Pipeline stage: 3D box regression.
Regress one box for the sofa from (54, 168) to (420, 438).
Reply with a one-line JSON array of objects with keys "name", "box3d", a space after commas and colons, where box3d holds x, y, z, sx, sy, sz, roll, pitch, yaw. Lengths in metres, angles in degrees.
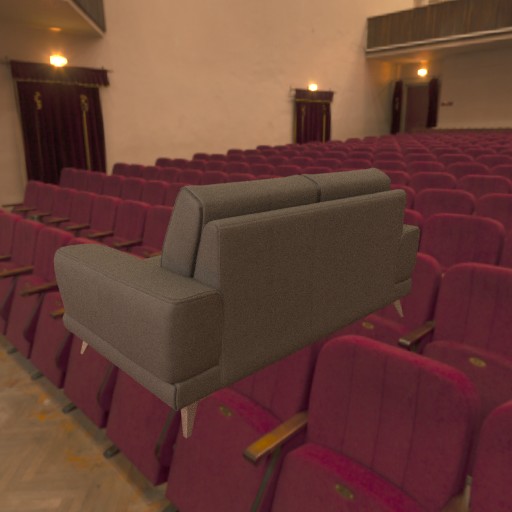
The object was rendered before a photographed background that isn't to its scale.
[{"name": "sofa", "box3d": [0.000, 0.000, 2.398, 1.806, 0.907, 1.018, -15, 21, -42]}]
